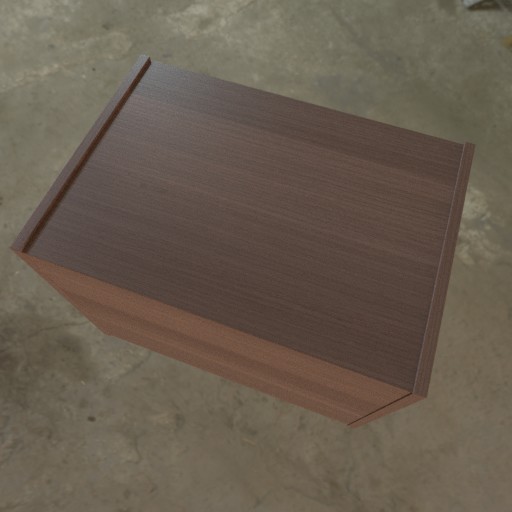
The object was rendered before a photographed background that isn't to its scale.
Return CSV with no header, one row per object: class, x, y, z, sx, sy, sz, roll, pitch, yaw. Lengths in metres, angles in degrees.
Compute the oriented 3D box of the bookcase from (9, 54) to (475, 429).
bookcase,0.000,0.000,0.603,0.415,0.305,0.290,18,66,9
